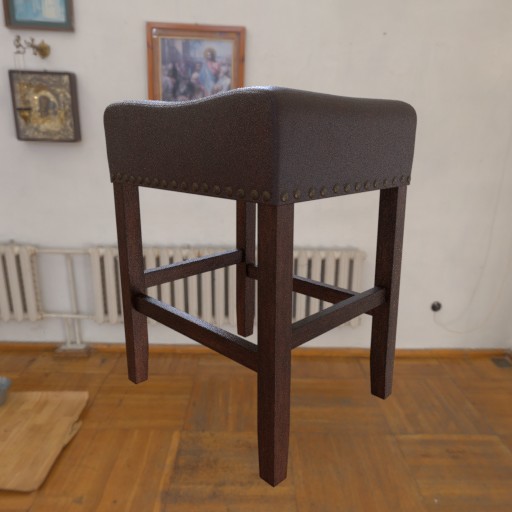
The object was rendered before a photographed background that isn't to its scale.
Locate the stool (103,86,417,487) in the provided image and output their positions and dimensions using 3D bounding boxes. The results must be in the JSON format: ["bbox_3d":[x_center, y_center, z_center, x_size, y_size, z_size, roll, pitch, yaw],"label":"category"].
[{"bbox_3d":[0.000,0.000,0.914,0.465,0.608,0.397,15,21,43],"label":"stool"}]
